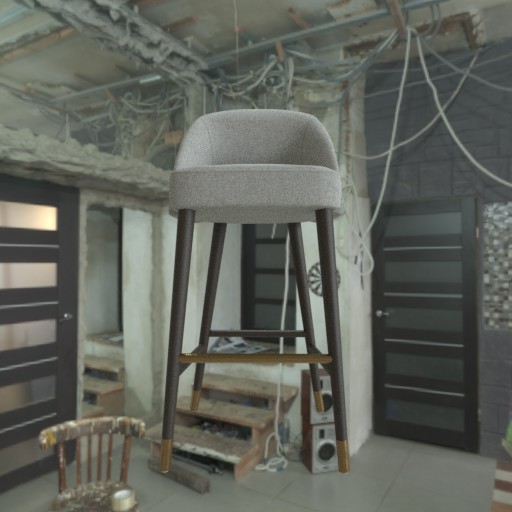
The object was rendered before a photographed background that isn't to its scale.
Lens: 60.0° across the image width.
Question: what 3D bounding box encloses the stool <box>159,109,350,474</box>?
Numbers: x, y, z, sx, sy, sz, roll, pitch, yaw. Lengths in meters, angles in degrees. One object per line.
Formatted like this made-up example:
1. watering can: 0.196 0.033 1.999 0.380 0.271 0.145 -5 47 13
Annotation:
1. stool: 0.000 0.000 1.307 0.494 1.037 0.509 0 -1 1
